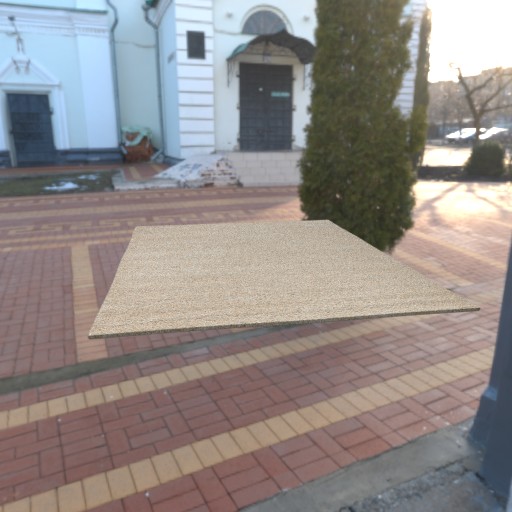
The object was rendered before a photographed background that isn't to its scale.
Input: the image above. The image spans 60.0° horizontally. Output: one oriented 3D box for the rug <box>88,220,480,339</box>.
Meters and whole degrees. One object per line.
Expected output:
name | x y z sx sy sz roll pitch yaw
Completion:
rug | 0.000 0.000 4.064 2.400 0.026 3.000 -3 16 -9
